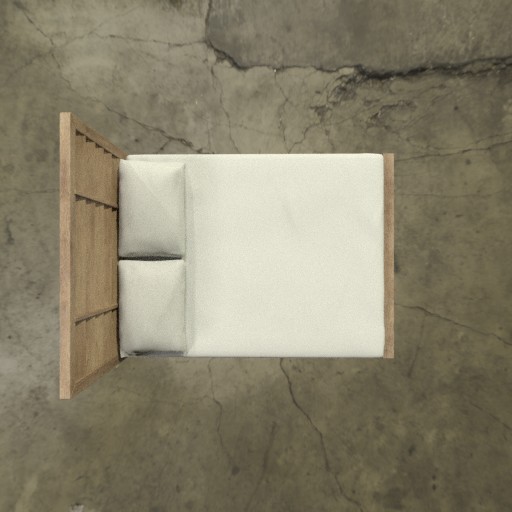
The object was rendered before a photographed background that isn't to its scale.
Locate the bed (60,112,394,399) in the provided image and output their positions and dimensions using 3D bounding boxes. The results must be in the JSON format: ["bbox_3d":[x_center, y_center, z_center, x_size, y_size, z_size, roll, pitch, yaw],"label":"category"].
[{"bbox_3d":[0.000,0.000,3.296,2.197,1.626,1.626,0,90,1],"label":"bed"}]
